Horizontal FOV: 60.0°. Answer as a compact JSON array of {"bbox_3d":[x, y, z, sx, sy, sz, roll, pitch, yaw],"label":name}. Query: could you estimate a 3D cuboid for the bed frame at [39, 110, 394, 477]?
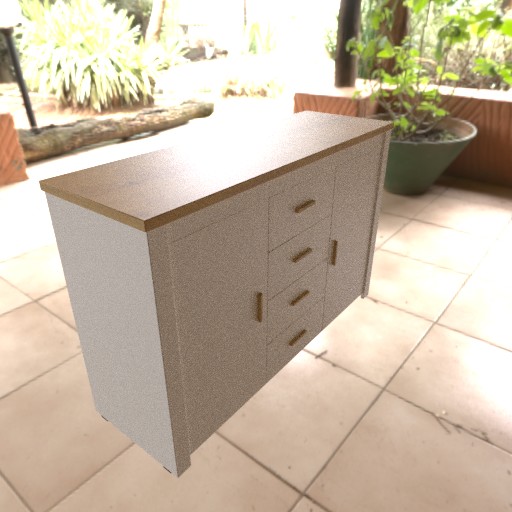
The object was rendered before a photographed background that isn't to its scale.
[{"bbox_3d":[0.000,0.000,1.695,0.430,0.850,1.300,20,34,33],"label":"bed frame"}]
